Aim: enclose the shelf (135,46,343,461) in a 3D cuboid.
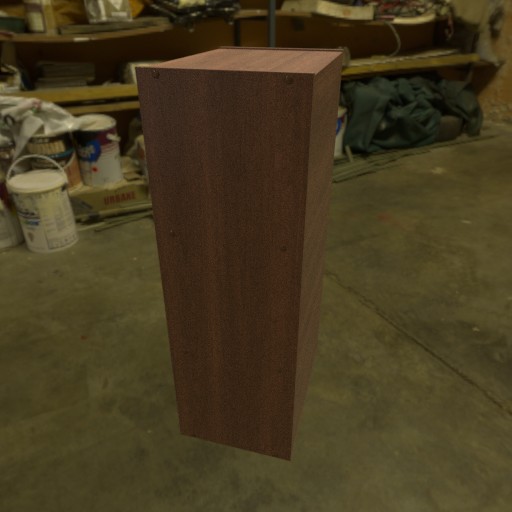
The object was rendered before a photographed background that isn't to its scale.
[{"bbox_3d":[0.000,0.000,1.067,0.290,0.879,0.414,8,30,14],"label":"shelf"}]
